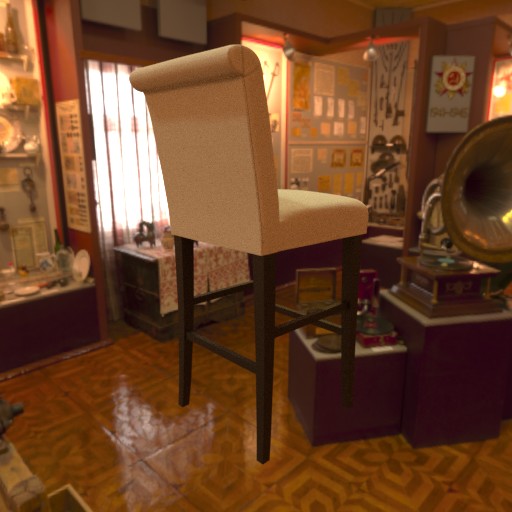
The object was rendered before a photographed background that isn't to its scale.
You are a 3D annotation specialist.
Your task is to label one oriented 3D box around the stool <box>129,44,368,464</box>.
[{"bbox_3d":[0.000,0.000,1.434,0.597,1.124,0.452,-12,18,-42],"label":"stool"}]
